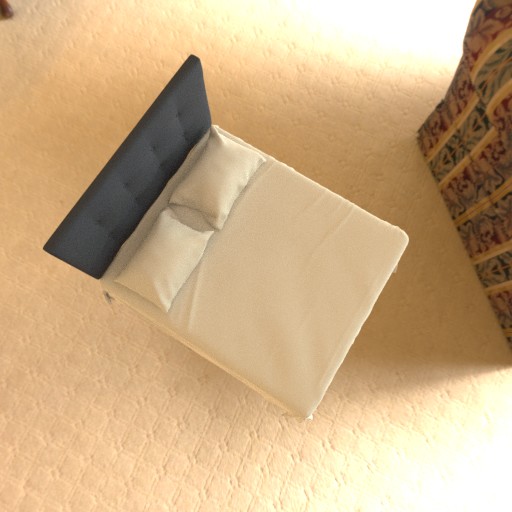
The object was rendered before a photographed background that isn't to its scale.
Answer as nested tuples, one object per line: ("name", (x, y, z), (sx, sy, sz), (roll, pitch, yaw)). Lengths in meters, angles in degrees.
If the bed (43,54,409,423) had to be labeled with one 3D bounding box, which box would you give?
("bed", (0.000, 0.000, 3.467), (2.222, 1.577, 1.936), (31, 78, 7))
